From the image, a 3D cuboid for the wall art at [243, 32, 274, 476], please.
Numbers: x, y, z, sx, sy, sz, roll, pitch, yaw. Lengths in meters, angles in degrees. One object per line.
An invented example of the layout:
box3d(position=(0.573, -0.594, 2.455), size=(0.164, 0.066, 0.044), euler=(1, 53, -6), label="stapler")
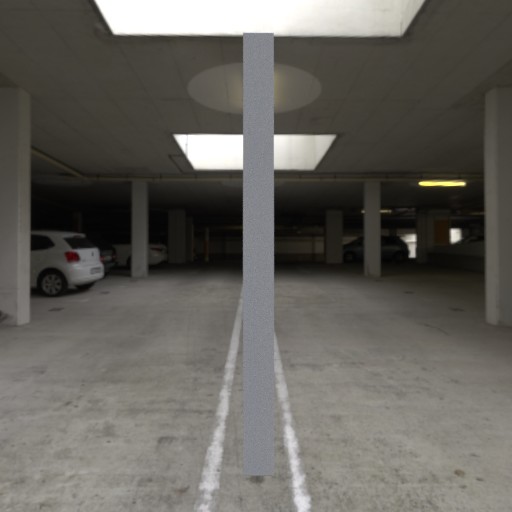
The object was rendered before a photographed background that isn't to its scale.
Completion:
box3d(position=(0.000, 0.000, 0.761), size=(0.035, 0.507, 0.508), euler=(0, -1, -1), label="wall art")
